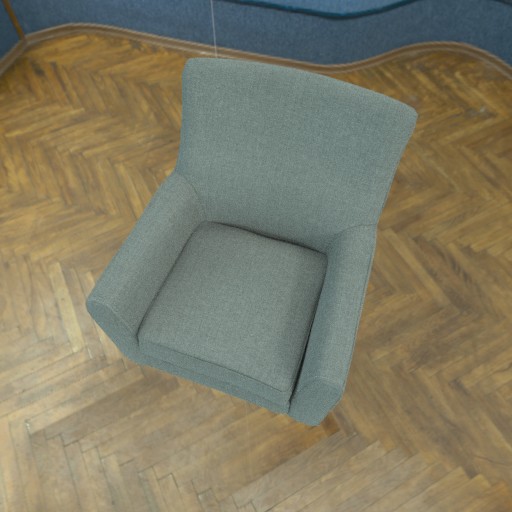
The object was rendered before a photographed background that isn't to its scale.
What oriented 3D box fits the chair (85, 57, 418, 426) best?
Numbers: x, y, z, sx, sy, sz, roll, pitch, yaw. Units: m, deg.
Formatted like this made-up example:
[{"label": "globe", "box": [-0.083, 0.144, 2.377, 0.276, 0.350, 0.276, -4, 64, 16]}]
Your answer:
[{"label": "chair", "box": [0.000, 0.000, 1.777, 0.887, 1.047, 0.993, 17, 60, 10]}]
